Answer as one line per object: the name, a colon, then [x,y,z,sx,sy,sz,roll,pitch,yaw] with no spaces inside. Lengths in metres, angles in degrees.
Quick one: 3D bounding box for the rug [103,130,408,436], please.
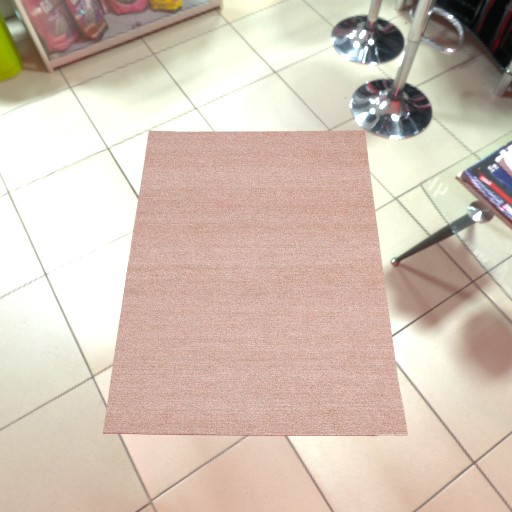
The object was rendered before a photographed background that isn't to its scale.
rug: [0.000,0.000,4.244,2.434,0.045,3.202,0,63,0]
